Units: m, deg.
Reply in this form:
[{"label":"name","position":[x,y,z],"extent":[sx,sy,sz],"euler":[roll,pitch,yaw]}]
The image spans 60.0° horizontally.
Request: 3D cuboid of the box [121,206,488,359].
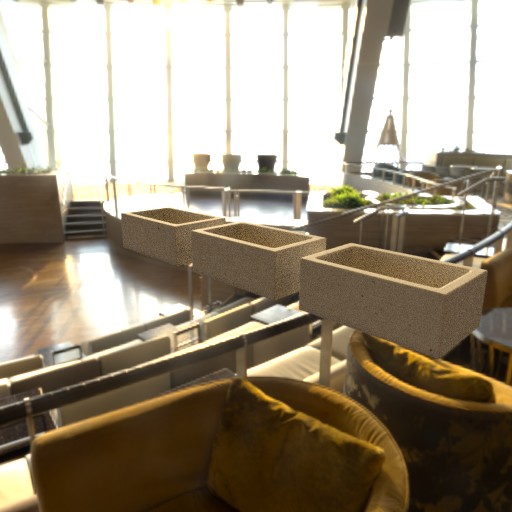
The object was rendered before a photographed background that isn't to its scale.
[{"label":"box","position":[0.000,0.000,0.502],"extent":[0.082,0.051,0.461],"euler":[-15,21,-43]}]
